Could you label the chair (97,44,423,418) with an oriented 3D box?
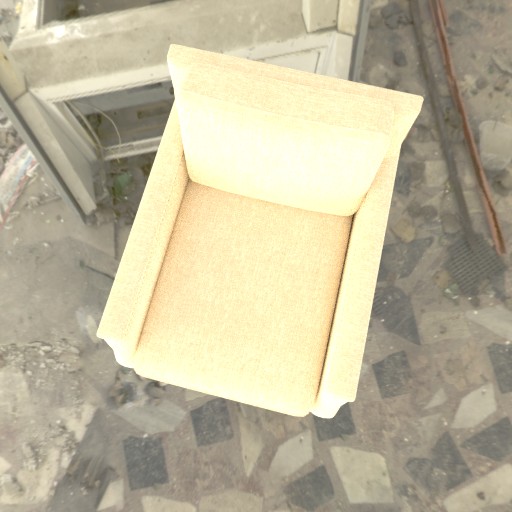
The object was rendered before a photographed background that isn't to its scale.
[{"bbox_3d":[0.000,0.000,1.669,0.838,0.940,1.041,13,76,4],"label":"chair"}]
